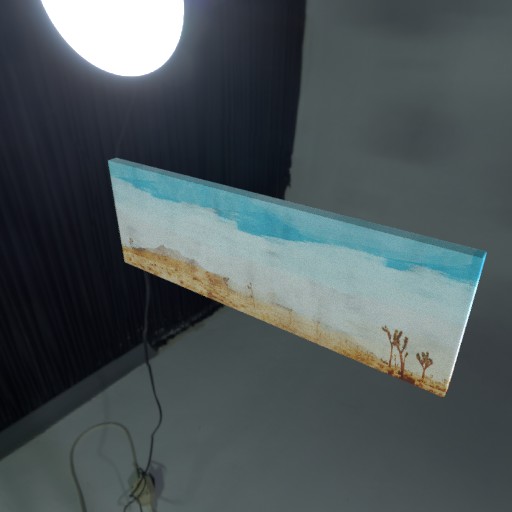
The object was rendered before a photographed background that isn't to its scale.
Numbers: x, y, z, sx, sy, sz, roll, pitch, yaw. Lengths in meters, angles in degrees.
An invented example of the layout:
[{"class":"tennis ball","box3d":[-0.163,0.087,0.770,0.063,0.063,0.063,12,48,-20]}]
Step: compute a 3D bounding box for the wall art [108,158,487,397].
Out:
[{"class":"wall art","box3d":[0.000,0.000,0.848,0.759,0.254,0.044,19,34,30]}]
